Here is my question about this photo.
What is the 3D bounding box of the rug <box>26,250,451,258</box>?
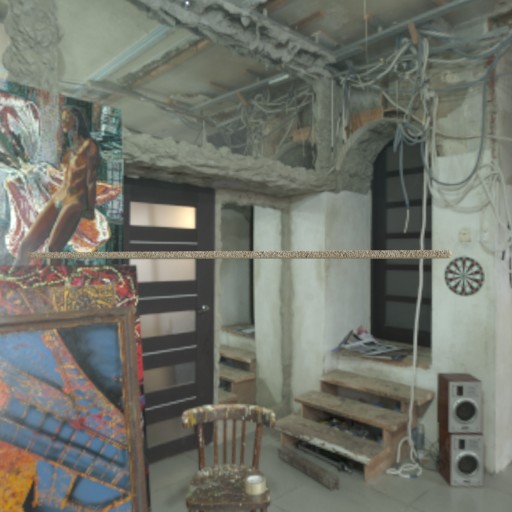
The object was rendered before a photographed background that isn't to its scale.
[{"bbox_3d":[0.000,0.000,2.130,1.600,0.025,1.199,0,0,17],"label":"rug"}]
